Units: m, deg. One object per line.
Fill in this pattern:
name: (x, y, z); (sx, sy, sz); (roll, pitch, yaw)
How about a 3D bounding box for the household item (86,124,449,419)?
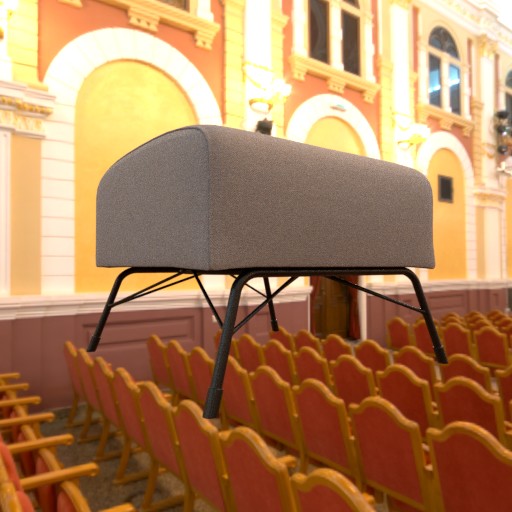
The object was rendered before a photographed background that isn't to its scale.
household item: (0.000, 0.000, 0.906); (0.530, 0.410, 0.530); (1, -2, -36)
